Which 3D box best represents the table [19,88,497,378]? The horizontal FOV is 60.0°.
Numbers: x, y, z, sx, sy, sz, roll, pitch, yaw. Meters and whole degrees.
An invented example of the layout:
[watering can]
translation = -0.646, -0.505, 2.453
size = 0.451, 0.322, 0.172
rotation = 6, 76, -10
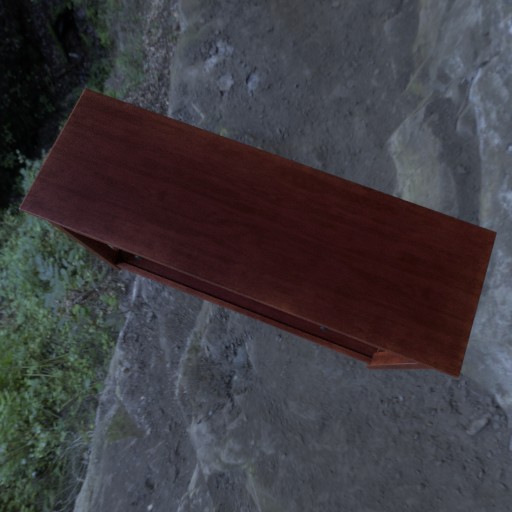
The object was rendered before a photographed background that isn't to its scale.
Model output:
[table]
translation = 0.000, 0.000, 1.511
size = 1.188, 0.739, 0.392
rotation = 21, 77, 5
